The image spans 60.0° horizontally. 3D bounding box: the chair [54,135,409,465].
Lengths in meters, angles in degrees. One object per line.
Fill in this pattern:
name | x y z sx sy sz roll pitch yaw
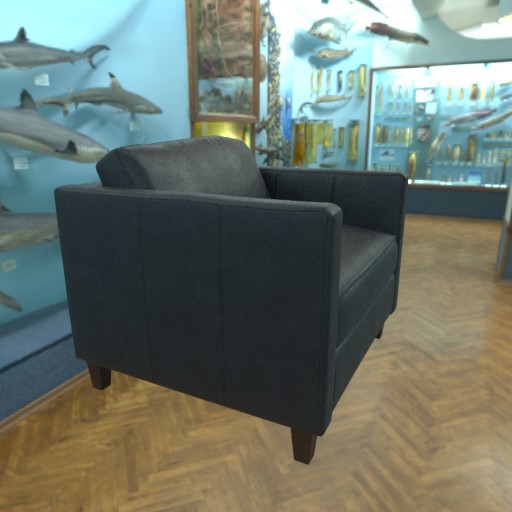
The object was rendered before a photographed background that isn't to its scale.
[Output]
chair | 0.000 0.000 1.554 0.862 0.811 0.939 8 18 27
